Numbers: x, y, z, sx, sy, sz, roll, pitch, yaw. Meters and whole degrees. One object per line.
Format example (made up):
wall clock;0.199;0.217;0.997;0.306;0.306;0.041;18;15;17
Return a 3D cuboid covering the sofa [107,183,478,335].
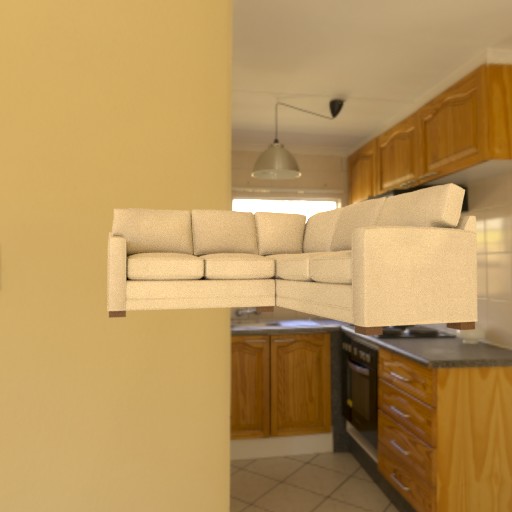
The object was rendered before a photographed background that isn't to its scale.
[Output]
sofa;0.000;0.000;3.435;2.182;0.939;2.189;0;-1;-18
